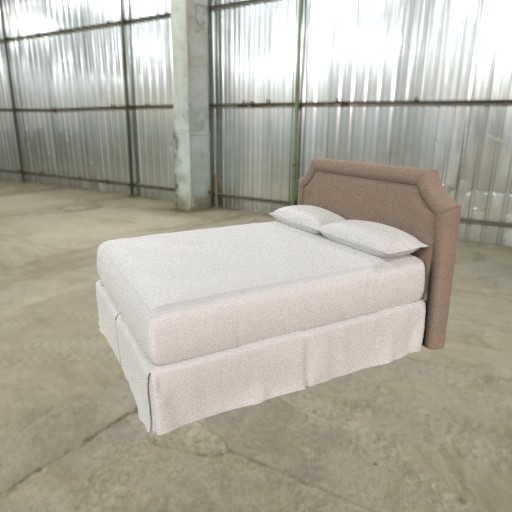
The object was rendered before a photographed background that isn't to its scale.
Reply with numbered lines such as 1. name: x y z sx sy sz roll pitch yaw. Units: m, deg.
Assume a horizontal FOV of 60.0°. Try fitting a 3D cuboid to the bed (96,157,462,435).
1. bed: 0.000 0.000 3.332 2.164 1.303 1.828 -9 18 -27
